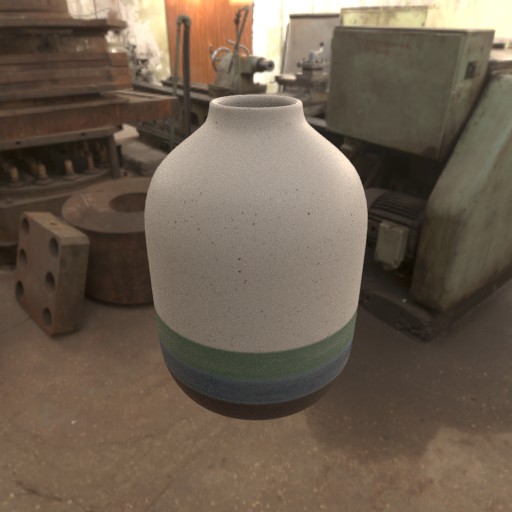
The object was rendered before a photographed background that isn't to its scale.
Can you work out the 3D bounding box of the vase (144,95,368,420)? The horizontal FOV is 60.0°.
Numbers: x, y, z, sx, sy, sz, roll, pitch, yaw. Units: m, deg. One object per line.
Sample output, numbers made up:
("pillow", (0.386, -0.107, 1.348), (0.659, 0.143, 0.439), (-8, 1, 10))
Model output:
("vase", (0.000, 0.000, 0.360), (0.169, 0.240, 0.169), (0, 27, 0))
